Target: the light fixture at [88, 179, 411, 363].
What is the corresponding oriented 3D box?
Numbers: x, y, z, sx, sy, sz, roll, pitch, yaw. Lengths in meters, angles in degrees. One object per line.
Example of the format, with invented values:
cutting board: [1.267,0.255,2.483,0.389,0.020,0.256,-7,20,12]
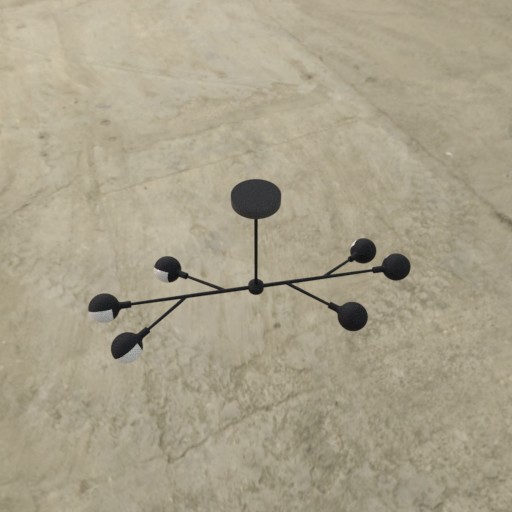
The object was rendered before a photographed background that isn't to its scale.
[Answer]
light fixture: [0.000,0.000,1.017,0.778,0.362,0.434,4,48,4]
